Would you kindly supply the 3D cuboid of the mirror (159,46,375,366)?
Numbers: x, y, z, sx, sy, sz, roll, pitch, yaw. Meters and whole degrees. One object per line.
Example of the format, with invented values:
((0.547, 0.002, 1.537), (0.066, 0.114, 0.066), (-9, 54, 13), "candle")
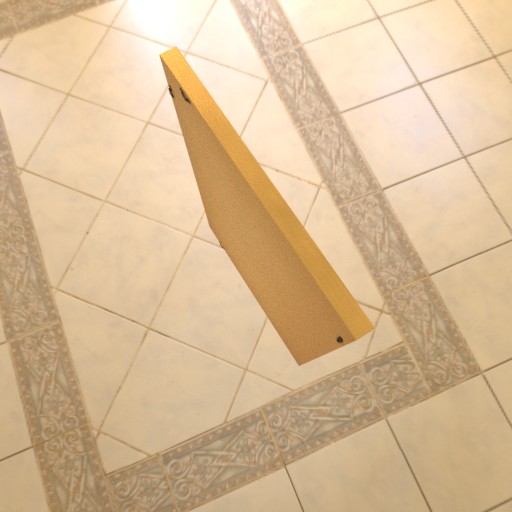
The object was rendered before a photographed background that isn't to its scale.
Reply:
((0.000, 0.000, 1.177), (0.040, 0.915, 0.609), (-31, 76, -9), "mirror")
